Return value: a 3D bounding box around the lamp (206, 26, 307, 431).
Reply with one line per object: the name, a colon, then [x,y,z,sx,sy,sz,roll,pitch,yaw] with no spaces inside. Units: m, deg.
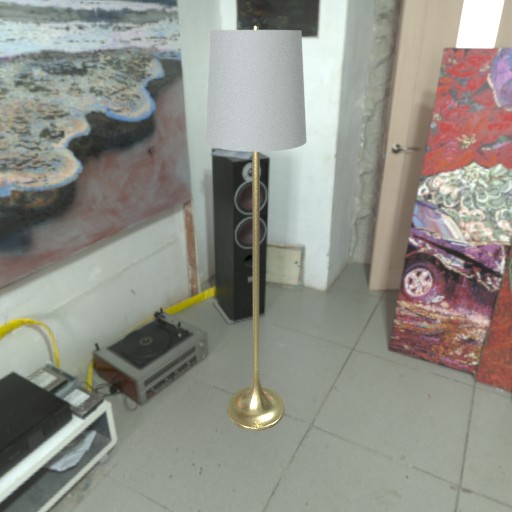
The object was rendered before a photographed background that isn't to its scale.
lamp: [0.000,0.000,1.677,0.337,1.543,0.337,0,26,0]
